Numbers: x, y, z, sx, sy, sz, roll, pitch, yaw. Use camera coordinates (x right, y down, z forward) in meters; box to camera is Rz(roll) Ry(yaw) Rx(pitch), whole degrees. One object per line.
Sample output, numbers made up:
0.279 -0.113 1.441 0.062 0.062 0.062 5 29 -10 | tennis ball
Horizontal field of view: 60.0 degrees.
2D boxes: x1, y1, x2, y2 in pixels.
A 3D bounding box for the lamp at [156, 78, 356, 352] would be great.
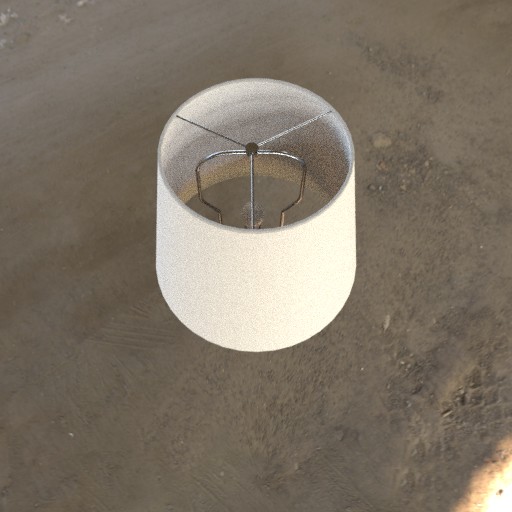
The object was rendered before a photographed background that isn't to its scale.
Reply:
0.000 0.000 0.798 0.355 0.582 0.355 0 63 0 | lamp
